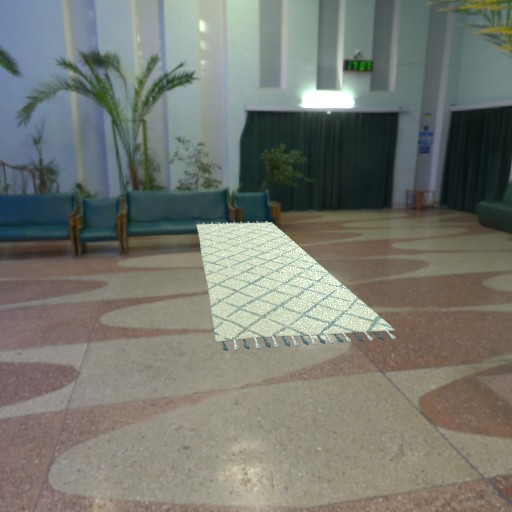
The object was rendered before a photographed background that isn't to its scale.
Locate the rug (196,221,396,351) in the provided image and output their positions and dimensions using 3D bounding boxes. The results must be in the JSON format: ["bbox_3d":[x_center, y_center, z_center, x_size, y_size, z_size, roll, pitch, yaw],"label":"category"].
[{"bbox_3d":[0.000,0.000,2.556,0.620,0.008,2.372,-2,14,-9],"label":"rug"}]
